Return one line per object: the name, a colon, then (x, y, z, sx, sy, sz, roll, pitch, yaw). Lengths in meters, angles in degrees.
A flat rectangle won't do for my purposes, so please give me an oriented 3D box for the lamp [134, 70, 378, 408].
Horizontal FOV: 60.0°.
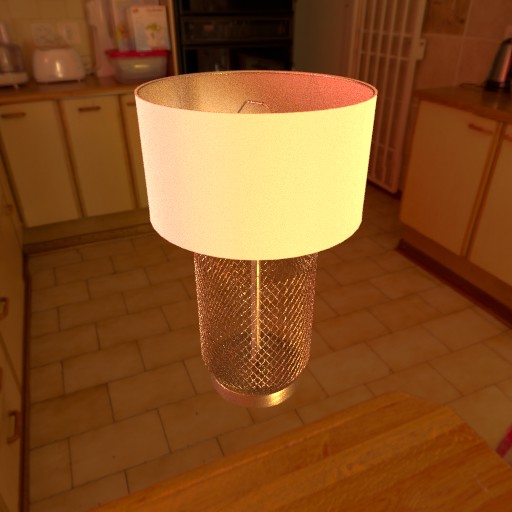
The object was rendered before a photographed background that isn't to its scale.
lamp: (0.000, 0.000, 0.802, 0.353, 0.578, 0.353, 0, 30, 0)
